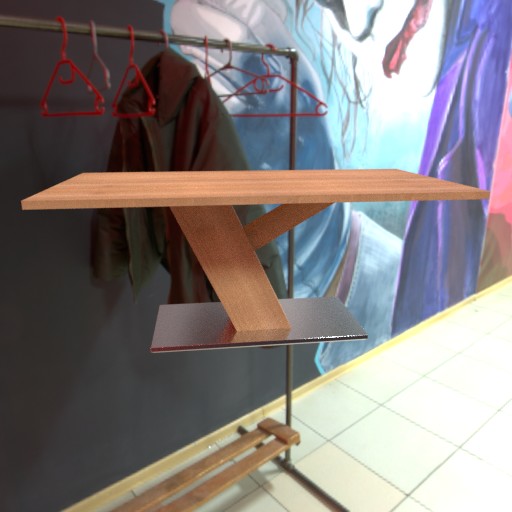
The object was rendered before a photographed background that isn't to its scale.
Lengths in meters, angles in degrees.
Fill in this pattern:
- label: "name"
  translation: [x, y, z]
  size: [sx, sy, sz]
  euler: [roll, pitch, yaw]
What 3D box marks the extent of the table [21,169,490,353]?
- label: "table"
  translation: [0.000, 0.000, 2.221]
  size: [1.800, 0.750, 0.900]
  euler: [-2, 17, -7]
